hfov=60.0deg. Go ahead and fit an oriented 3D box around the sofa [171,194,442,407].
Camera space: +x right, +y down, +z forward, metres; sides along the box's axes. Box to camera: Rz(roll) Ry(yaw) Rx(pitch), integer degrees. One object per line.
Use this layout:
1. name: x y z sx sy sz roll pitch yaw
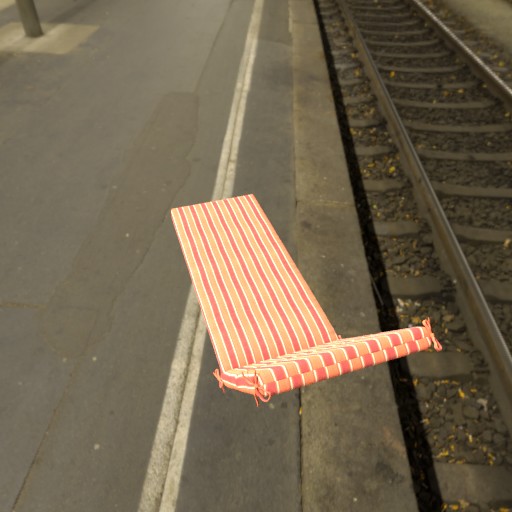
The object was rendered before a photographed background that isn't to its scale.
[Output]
1. sofa: 0.000 0.000 1.927 0.582 0.622 1.663 -12 42 -14
